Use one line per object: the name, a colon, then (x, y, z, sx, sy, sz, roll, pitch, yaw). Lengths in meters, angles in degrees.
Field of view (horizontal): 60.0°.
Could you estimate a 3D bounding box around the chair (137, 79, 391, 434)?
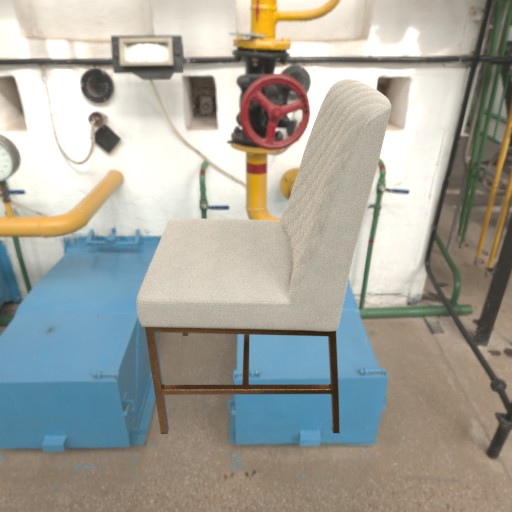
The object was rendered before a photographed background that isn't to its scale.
chair: (0.000, 0.000, 1.293, 0.597, 0.933, 0.503, 0, 28, 0)
